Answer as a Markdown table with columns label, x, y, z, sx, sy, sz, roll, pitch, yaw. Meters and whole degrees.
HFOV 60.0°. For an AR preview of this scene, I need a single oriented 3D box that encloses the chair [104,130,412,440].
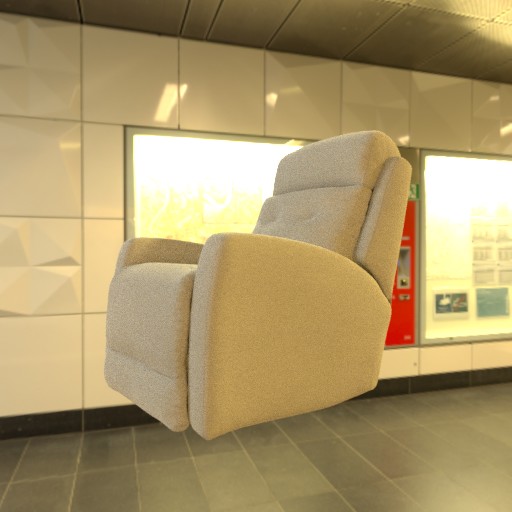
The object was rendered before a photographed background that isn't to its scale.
| label | x | y | z | sx | sy | sz | roll | pitch | yaw |
| --- | --- | --- | --- | --- | --- | --- | --- | --- | --- |
| chair | 0.000 | 0.000 | 1.721 | 1.043 | 1.013 | 0.798 | -1 | 1 | -37 |
